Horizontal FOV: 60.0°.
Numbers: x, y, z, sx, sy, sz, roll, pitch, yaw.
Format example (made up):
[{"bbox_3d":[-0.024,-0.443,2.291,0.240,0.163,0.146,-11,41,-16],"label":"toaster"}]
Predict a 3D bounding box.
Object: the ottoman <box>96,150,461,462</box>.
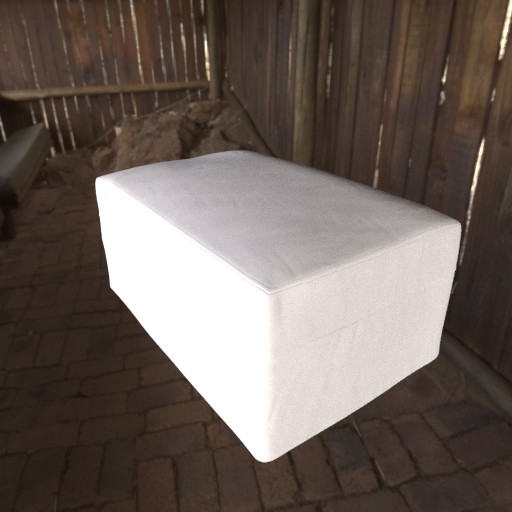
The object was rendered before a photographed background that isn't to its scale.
[{"bbox_3d":[0.000,0.000,1.221,0.590,0.444,0.872,-18,31,-32],"label":"ottoman"}]
